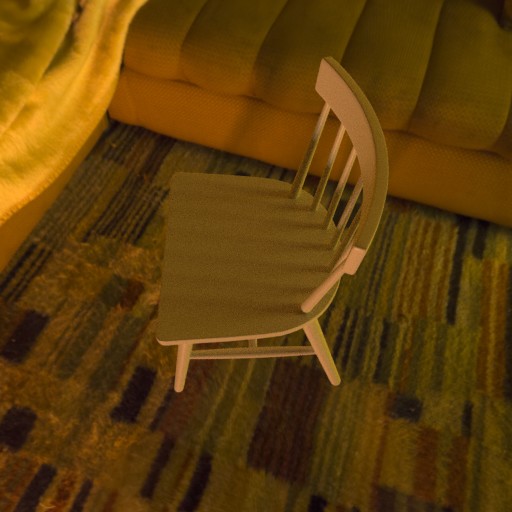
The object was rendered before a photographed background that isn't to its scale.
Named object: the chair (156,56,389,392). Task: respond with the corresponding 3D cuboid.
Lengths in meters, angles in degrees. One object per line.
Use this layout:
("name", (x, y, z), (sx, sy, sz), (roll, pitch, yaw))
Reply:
("chair", (0.000, 0.000, 1.116), (0.500, 0.787, 0.483), (-1, 58, -1))
